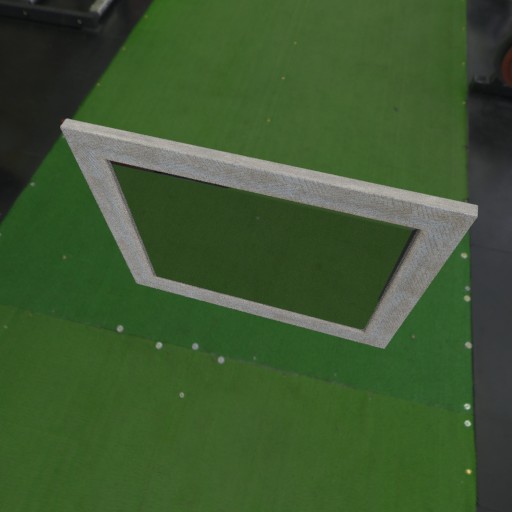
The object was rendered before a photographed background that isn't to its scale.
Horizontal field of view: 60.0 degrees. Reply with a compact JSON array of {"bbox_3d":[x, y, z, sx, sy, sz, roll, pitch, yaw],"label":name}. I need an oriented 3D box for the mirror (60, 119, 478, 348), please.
[{"bbox_3d":[0.000,0.000,1.156,0.839,0.689,0.028,14,59,8],"label":"mirror"}]
